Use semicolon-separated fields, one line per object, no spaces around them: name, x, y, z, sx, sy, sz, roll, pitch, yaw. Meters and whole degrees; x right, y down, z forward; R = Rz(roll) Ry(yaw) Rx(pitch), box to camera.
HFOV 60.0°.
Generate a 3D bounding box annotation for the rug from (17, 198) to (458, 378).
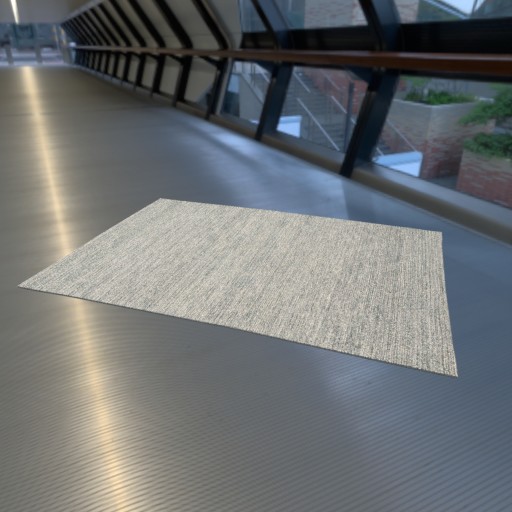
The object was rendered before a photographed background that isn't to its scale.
rug;0.000;0.000;2.873;2.338;0.030;1.616;9;28;17
